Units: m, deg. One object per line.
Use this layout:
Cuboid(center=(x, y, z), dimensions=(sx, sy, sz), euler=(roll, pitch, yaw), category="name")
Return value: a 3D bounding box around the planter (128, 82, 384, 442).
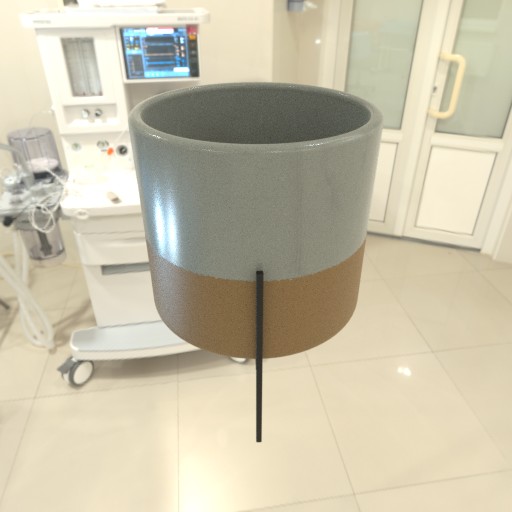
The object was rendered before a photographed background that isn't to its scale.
Cuboid(center=(0.000, 0.000, 0.733), dimensions=(0.348, 0.480, 0.360), euler=(-1, 33, -1), category="planter")
